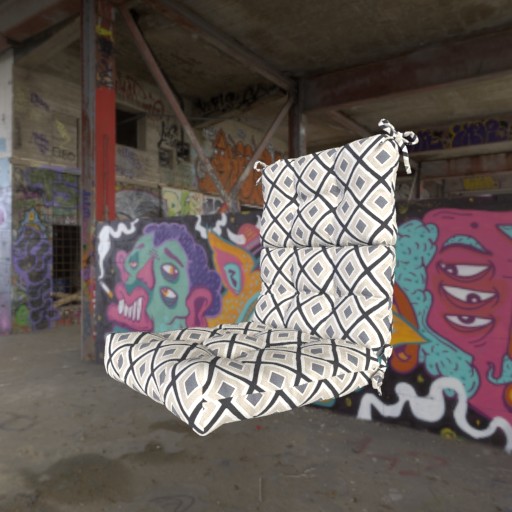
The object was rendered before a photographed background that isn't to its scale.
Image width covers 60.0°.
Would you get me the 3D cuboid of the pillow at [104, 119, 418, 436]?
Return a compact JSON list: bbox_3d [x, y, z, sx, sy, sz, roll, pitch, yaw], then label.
[{"bbox_3d":[0.000,0.000,1.027,0.571,0.605,0.519,0,0,-36],"label":"pillow"}]
